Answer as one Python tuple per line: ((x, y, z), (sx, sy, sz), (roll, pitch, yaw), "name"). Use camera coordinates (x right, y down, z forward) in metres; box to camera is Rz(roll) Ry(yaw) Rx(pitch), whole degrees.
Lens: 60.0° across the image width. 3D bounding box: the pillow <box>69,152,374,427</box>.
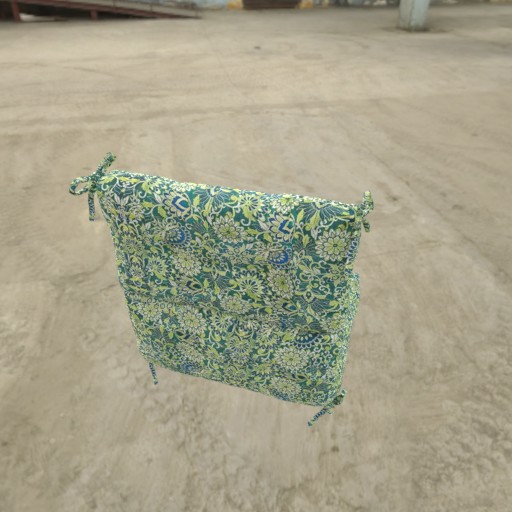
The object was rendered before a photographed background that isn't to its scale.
((0.000, 0.000, 1.048), (0.519, 0.605, 0.571), (10, 35, 15), "pillow")
